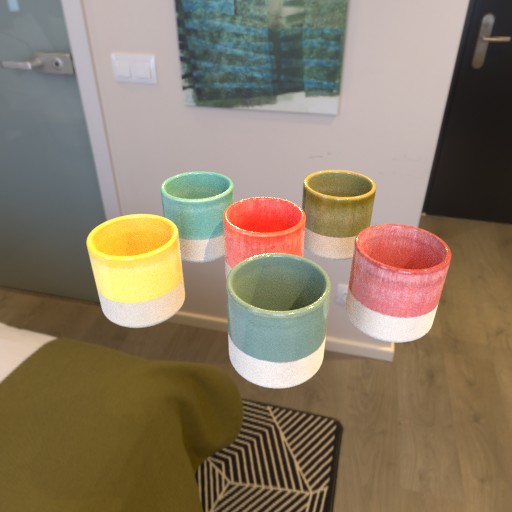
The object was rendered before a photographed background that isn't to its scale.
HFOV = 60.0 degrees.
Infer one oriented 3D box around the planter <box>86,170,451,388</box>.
[{"bbox_3d":[0.000,0.000,0.412,0.286,0.075,0.257,-9,34,-13],"label":"planter"}]
